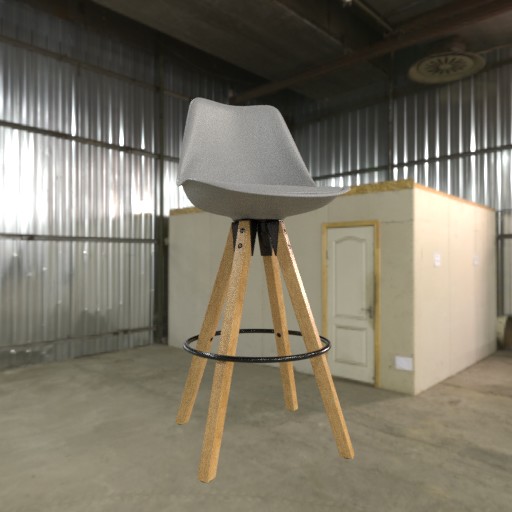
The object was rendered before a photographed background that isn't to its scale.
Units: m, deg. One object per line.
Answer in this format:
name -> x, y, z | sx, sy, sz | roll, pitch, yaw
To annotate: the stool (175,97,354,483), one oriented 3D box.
stool -> 0.000, 0.000, 1.374 | 0.485, 1.115, 0.550 | 0, 0, -18
